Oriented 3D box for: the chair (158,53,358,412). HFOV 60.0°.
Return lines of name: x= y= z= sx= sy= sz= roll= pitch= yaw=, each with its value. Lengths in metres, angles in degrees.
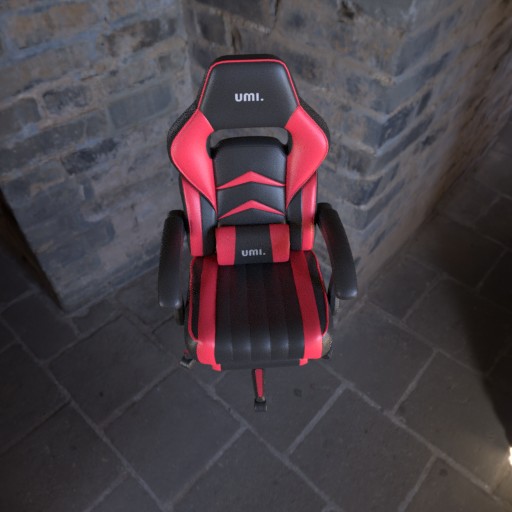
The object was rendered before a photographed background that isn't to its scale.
chair: x=0.000 y=0.000 z=1.648 sx=0.700 sy=1.220 sz=0.700 roll=-3 pitch=48 yaw=-3
